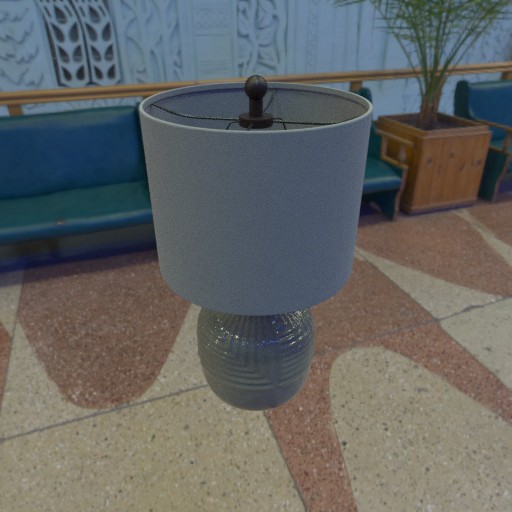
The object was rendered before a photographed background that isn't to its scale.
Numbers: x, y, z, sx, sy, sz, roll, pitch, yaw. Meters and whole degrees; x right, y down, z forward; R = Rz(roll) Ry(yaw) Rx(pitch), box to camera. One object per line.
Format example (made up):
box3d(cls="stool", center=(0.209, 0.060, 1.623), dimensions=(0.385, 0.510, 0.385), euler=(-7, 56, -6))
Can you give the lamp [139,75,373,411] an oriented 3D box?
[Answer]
box3d(cls="lamp", center=(0.000, 0.000, 0.743), dimensions=(0.318, 0.567, 0.318), euler=(0, 31, 0))
